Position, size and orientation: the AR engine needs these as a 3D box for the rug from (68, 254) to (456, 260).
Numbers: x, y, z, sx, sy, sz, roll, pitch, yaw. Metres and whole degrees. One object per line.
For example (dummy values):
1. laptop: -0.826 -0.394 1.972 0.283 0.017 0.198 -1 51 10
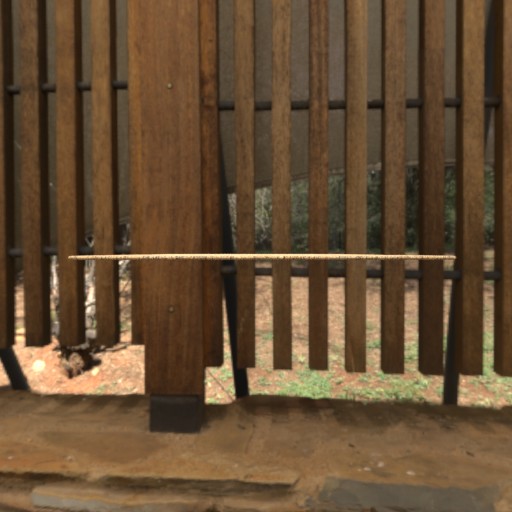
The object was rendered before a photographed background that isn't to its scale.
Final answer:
1. rug: 0.000 0.000 2.324 1.243 0.014 1.846 0 0 -1
